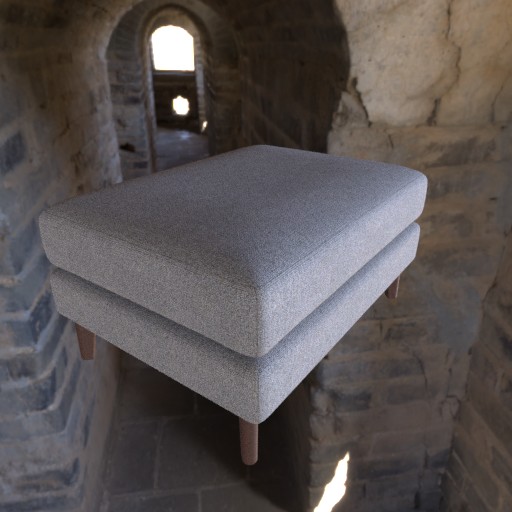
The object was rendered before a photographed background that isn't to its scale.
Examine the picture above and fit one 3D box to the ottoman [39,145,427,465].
[{"bbox_3d":[0.000,0.000,1.168,0.611,0.441,0.821,18,31,32],"label":"ottoman"}]
